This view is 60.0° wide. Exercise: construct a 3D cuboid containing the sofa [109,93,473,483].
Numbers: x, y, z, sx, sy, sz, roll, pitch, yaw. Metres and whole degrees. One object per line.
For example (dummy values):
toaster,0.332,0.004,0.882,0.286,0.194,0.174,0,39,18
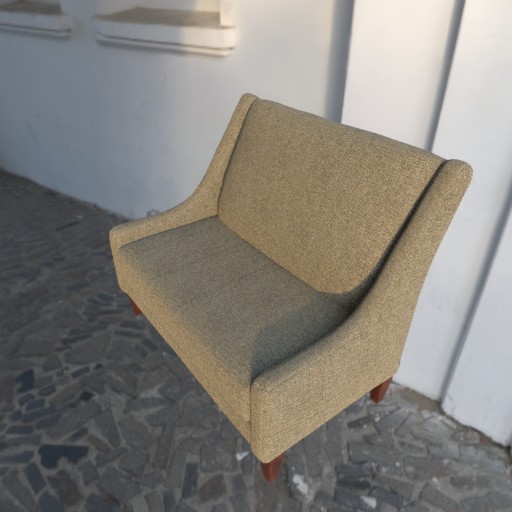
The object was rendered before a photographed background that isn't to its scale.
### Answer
sofa,0.000,0.000,1.874,0.870,1.021,1.242,-22,39,-30
